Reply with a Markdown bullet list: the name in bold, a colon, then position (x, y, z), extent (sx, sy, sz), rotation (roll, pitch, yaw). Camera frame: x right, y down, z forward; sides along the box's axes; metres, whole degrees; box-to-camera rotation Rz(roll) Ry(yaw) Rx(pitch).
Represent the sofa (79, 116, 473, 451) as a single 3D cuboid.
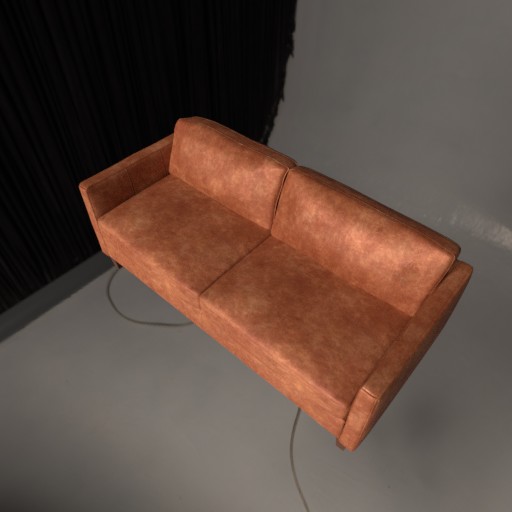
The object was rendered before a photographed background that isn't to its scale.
- **sofa**: position (0.000, 0.000, 2.463), extent (1.971, 0.863, 0.923), rotation (33, 55, 27)
